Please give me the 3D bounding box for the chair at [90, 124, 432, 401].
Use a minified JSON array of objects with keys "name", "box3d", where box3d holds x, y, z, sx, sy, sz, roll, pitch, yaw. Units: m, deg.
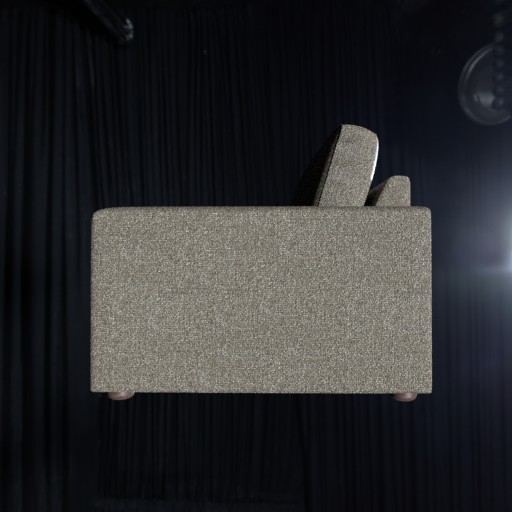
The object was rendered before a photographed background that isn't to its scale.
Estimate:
[{"name":"chair","box3d":[0.000,0.000,1.758,1.016,0.873,1.005,0,-1,1]}]
